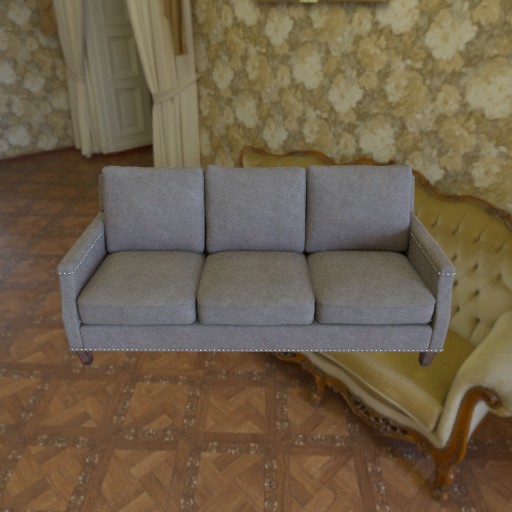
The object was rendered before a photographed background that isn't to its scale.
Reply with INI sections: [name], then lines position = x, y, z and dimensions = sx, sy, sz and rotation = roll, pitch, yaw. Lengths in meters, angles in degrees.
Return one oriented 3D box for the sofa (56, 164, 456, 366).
[sofa]
position = 0.000, 0.000, 2.869
dimensions = 2.226, 1.042, 1.034
rotation = 0, 29, 0
